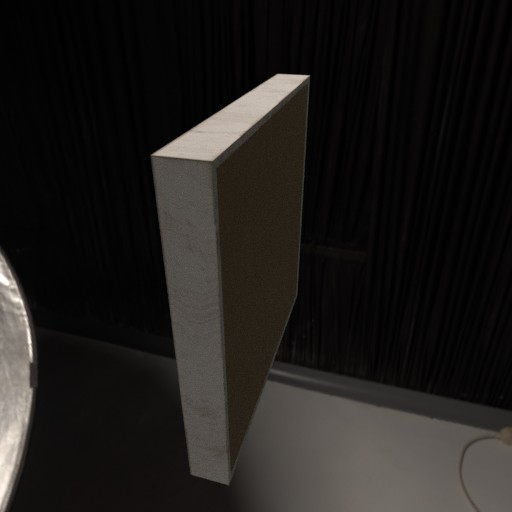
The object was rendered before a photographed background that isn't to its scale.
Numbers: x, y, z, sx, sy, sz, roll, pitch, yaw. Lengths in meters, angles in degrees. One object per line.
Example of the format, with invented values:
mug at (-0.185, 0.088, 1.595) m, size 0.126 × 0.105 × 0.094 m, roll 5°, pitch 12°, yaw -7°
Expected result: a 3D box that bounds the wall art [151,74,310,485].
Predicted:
wall art at (0.000, 0.000, 0.454) m, size 0.038 × 0.303 × 0.305 m, roll 8°, pitch 32°, yaw 14°
